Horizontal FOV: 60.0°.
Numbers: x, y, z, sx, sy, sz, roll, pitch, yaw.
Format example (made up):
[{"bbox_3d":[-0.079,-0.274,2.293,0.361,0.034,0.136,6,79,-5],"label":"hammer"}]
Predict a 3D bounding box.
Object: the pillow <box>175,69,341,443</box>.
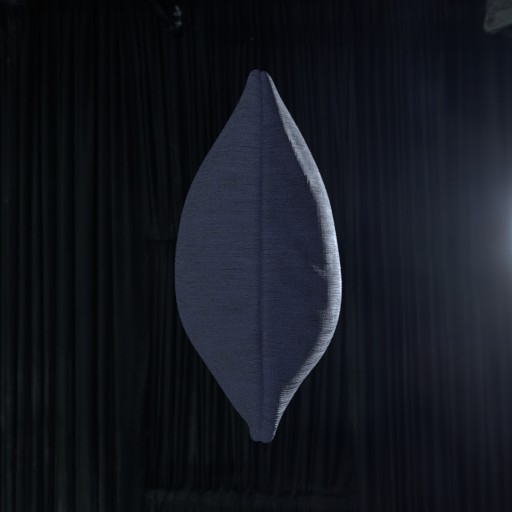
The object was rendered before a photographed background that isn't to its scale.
[{"bbox_3d":[0.000,0.000,0.694,0.246,0.414,0.432,0,0,-1],"label":"pillow"}]
